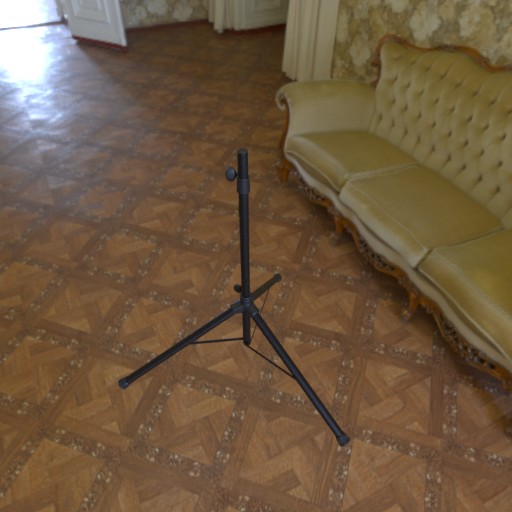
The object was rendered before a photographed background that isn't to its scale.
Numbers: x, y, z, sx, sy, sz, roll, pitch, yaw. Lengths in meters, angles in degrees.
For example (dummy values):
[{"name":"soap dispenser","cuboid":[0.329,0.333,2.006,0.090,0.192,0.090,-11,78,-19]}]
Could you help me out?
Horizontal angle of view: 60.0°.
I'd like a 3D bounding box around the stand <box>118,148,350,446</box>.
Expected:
[{"name":"stand","cuboid":[0.000,0.000,1.847,1.045,1.136,0.907,12,43,13]}]
